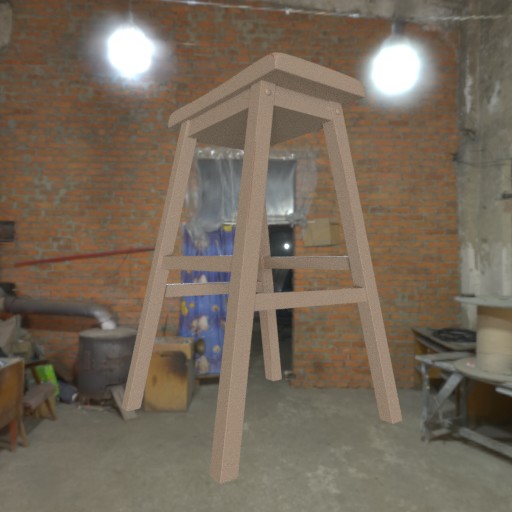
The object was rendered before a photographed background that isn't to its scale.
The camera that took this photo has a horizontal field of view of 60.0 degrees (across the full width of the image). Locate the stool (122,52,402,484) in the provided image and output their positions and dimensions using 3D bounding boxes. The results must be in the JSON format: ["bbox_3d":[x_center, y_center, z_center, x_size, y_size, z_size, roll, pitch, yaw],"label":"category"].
[{"bbox_3d":[0.000,0.000,1.037,0.476,0.737,0.457,0,-1,-36],"label":"stool"}]
